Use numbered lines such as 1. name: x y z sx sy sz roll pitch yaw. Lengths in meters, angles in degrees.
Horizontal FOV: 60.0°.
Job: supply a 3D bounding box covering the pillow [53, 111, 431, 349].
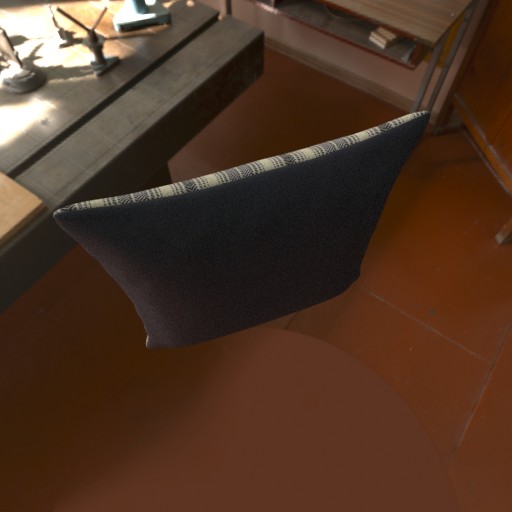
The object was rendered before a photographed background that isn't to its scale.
1. pillow: 0.000 0.000 0.793 0.520 0.508 0.166 -17 61 -10
